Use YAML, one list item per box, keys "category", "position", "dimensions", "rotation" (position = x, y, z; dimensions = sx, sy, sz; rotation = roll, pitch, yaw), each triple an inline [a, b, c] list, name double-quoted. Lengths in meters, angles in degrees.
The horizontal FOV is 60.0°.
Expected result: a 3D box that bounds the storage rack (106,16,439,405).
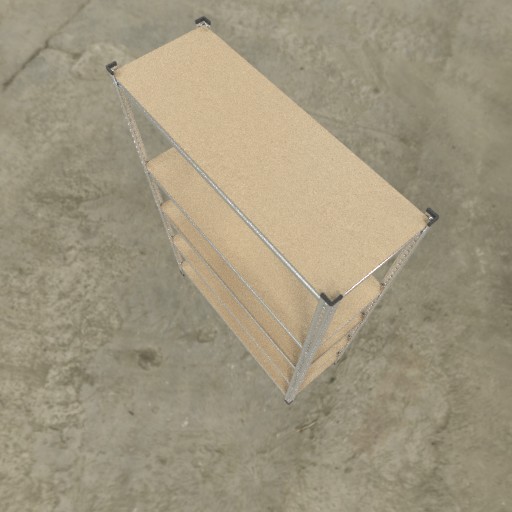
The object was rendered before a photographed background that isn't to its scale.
- category: "storage rack"
  position: [0.000, 0.000, 2.312]
  dimensions: [0.457, 1.829, 1.219]
  rotation: [-36, 69, -17]
